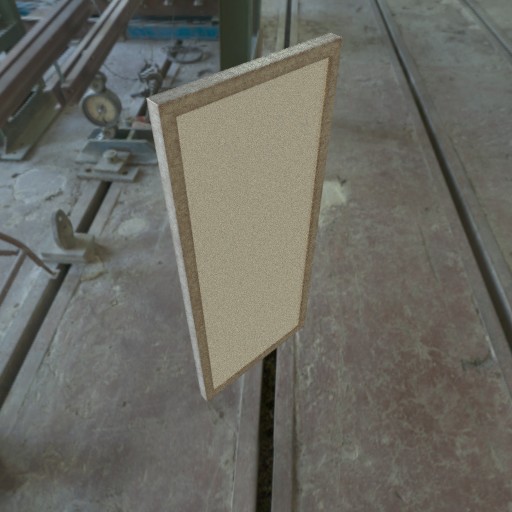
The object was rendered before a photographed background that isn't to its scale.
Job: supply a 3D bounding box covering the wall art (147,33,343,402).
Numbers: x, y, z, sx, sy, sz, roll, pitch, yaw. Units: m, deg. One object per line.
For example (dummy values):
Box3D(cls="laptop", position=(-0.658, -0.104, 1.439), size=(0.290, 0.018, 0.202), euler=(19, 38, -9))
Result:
Box3D(cls="wall art", position=(0.000, 0.000, 1.704), size=(0.648, 1.461, 0.051), euler=(-32, 54, -28))
